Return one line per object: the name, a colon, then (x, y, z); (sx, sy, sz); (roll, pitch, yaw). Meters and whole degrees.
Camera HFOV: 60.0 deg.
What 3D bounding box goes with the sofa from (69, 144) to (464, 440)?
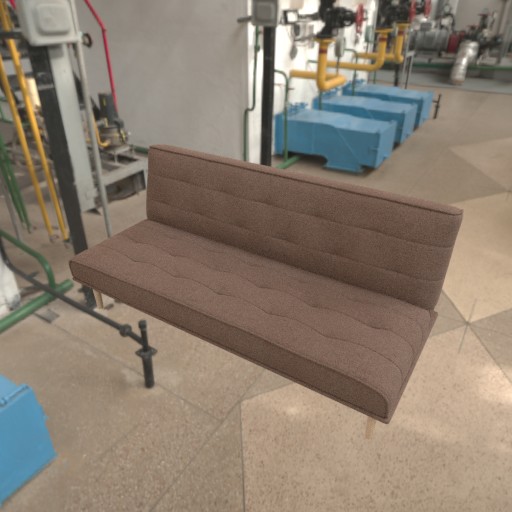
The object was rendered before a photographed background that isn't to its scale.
sofa: (0.000, 0.000, 2.346); (1.820, 0.810, 1.038); (18, 35, 27)
